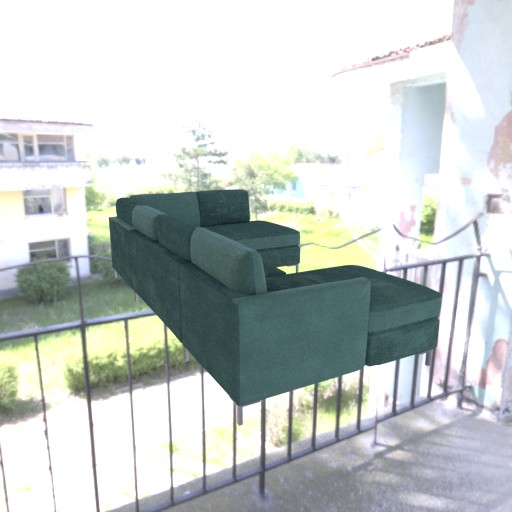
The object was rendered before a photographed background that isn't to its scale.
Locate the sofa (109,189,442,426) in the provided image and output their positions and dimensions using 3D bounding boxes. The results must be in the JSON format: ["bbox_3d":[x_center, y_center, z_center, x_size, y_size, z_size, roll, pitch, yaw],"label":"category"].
[{"bbox_3d":[0.000,0.000,4.221,2.055,0.992,3.434,-7,15,-28],"label":"sofa"}]
